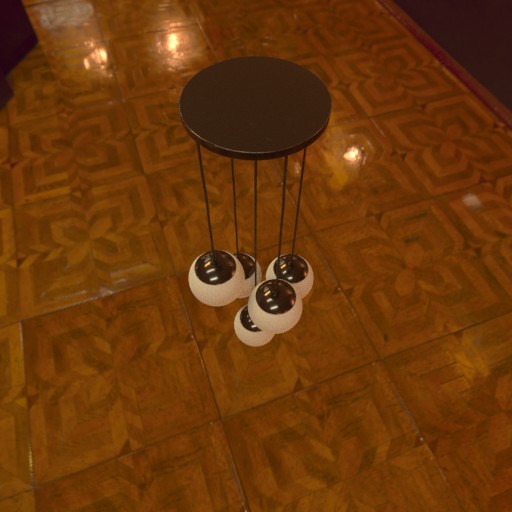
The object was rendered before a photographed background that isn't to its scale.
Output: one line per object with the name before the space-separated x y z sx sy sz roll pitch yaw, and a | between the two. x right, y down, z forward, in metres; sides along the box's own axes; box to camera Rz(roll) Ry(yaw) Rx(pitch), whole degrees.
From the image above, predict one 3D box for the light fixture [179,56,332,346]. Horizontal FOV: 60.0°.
light fixture | 0.000 0.000 1.530 0.489 1.271 0.484 -15 57 -10
